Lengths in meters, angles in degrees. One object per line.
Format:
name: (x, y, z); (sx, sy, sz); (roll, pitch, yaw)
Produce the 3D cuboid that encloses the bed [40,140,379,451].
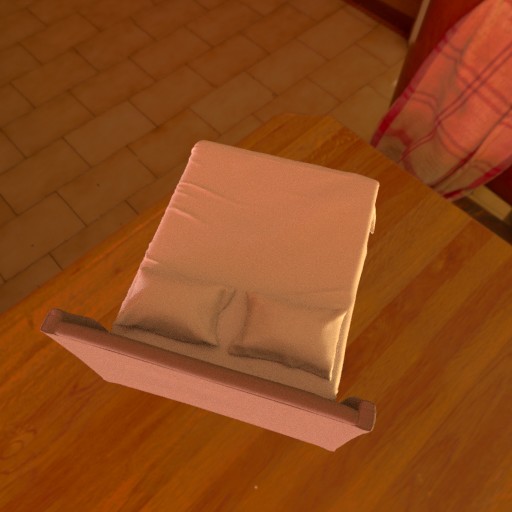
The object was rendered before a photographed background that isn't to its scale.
bed: (0.000, 0.000, 3.445); (1.925, 1.332, 2.276); (15, 63, 8)
